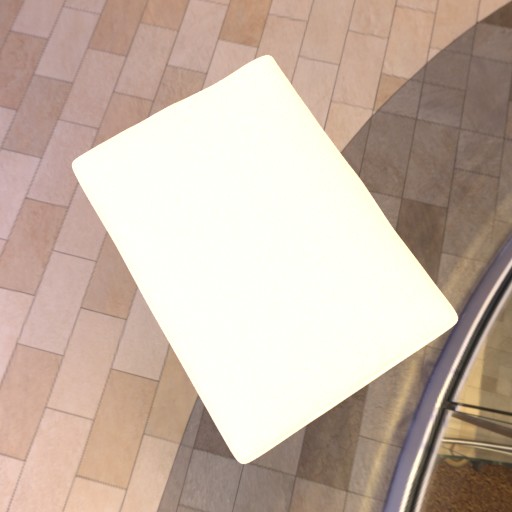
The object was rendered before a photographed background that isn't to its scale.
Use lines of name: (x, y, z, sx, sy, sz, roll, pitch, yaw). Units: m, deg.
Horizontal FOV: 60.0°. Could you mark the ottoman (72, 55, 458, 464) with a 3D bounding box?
ottoman: (0.000, 0.000, 1.328, 0.703, 0.479, 0.944, -31, 78, -7)
